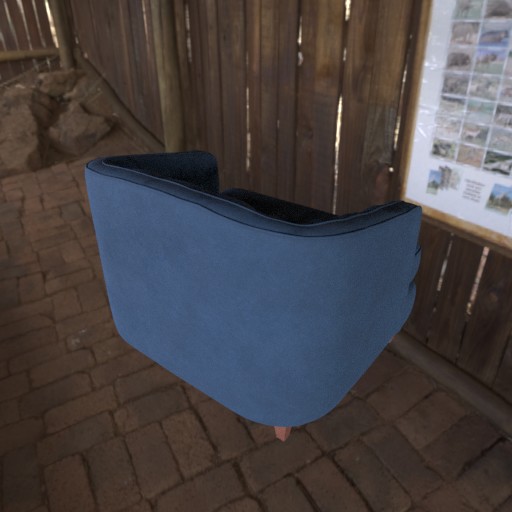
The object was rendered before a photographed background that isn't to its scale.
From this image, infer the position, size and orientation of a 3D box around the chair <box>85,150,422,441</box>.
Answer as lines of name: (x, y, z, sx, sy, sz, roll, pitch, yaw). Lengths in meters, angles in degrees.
chair: (0.000, 0.000, 1.776, 1.094, 0.852, 0.940, 21, 36, 32)
